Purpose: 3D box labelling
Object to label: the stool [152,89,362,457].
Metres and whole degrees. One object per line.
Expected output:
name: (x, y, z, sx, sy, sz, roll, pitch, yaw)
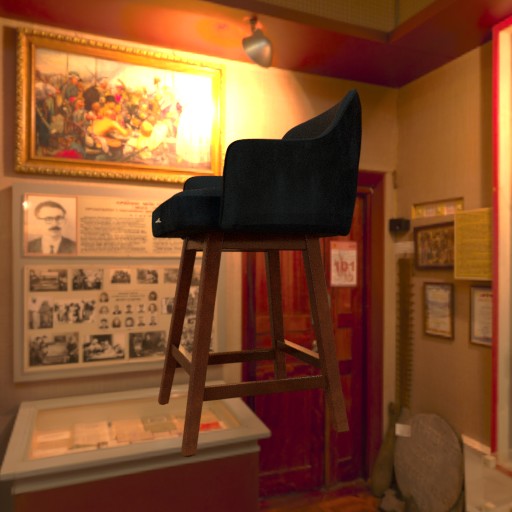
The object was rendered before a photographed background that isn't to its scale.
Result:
stool: (0.000, 0.000, 1.313, 0.560, 0.940, 0.550, 0, 0, -20)
